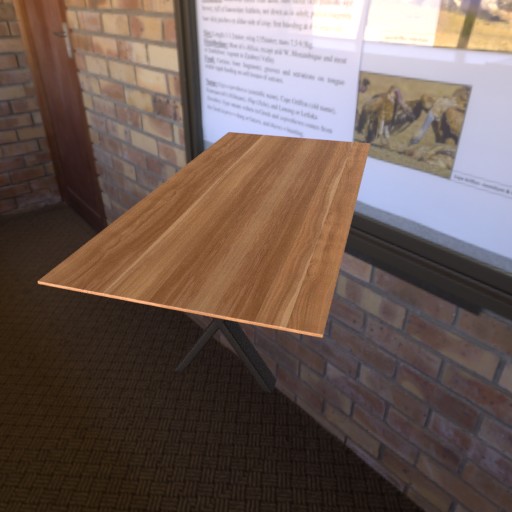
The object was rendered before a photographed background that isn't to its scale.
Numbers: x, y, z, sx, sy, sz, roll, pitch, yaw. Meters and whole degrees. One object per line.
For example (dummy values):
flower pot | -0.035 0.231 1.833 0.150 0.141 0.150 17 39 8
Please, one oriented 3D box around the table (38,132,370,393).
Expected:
table | 0.000 0.000 2.445 1.000 0.770 2.000 9 32 14
